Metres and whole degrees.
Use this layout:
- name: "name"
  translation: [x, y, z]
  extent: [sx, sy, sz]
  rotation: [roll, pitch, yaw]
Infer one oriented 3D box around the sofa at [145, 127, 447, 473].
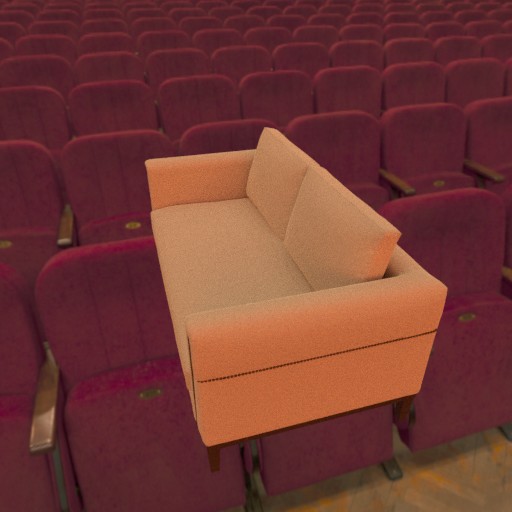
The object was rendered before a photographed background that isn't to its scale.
- name: "sofa"
  translation: [0.000, 0.000, 2.152]
  extent: [0.905, 0.873, 1.598]
  rotation: [-9, 33, -14]
